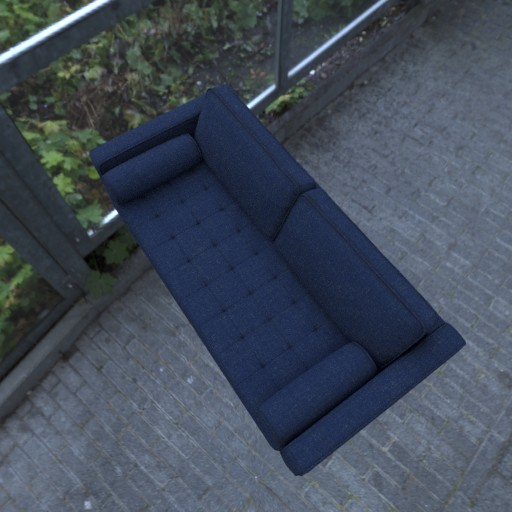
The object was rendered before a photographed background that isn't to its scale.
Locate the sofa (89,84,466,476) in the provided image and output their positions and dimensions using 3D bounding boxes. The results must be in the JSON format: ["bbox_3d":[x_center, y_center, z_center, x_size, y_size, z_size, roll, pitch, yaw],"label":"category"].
[{"bbox_3d":[0.000,0.000,2.274,0.914,0.762,1.880,-32,68,-15],"label":"sofa"}]
